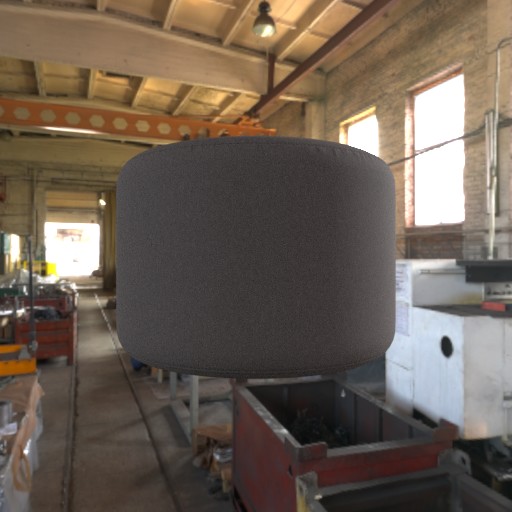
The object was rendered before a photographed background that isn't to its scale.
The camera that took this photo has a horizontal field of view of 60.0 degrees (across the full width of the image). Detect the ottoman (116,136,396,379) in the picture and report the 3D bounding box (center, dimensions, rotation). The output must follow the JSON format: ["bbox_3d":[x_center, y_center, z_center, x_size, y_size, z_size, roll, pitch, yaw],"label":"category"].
[{"bbox_3d":[0.000,0.000,1.011,0.608,0.433,0.608,0,0,0],"label":"ottoman"}]
